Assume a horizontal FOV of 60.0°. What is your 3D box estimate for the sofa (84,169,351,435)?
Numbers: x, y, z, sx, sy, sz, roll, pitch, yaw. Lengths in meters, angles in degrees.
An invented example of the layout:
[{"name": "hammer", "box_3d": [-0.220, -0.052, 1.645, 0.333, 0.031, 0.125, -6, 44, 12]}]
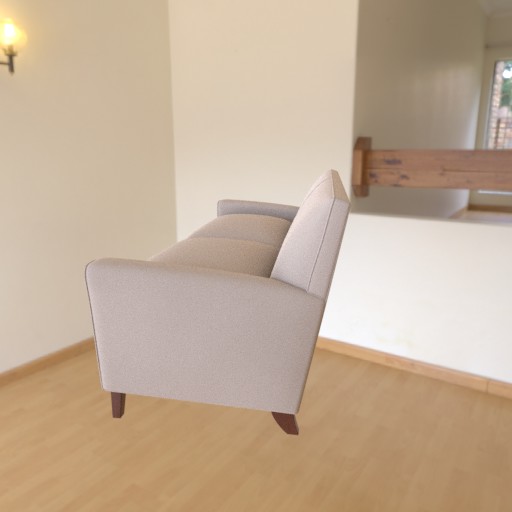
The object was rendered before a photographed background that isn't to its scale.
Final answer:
[{"name": "sofa", "box_3d": [0.000, 0.000, 2.394, 0.875, 0.846, 2.000, 2, 14, 9]}]
